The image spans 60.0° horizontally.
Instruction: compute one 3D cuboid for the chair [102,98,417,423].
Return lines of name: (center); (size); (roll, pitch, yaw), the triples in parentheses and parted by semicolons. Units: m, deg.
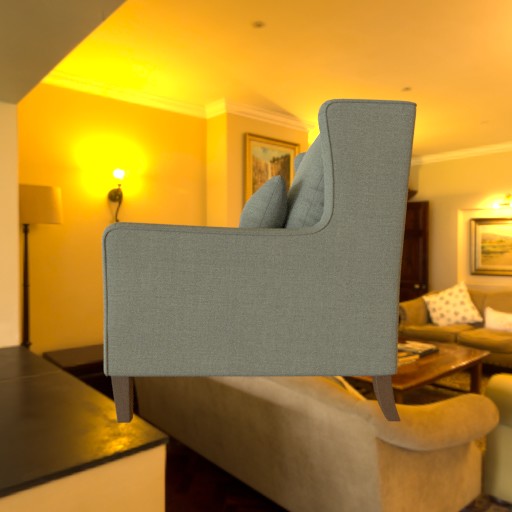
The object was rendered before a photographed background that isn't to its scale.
chair: (0.000, 0.000, 1.796); (1.040, 1.056, 0.866); (0, 1, -1)
